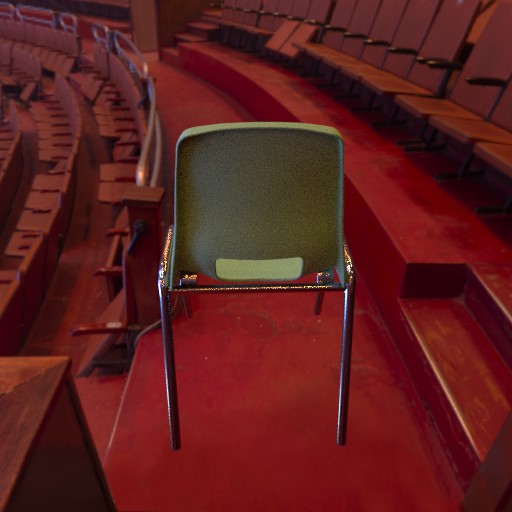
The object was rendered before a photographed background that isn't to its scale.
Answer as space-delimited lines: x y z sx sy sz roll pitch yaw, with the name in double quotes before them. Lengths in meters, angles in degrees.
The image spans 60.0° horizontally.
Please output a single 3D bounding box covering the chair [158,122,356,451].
"chair" 0.000 0.000 0.908 0.381 0.653 0.436 -1 32 -2
